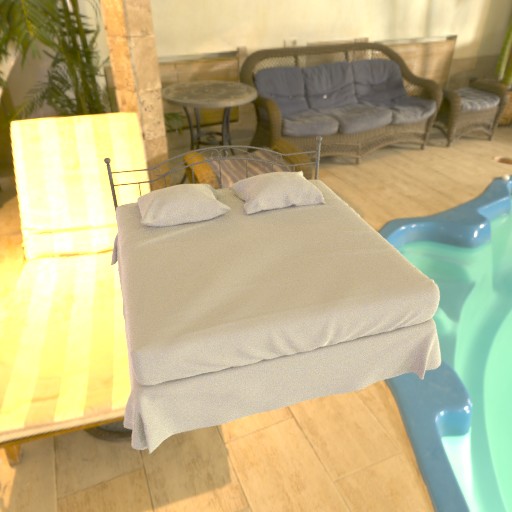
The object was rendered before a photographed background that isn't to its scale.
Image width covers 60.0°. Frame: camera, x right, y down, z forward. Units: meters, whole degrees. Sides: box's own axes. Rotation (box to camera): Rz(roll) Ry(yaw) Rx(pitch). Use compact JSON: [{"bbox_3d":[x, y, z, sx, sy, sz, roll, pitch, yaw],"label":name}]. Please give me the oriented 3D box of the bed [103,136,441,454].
[{"bbox_3d":[0.000,0.000,3.472,2.309,1.080,2.220,-10,34,-14],"label":"bed"}]
